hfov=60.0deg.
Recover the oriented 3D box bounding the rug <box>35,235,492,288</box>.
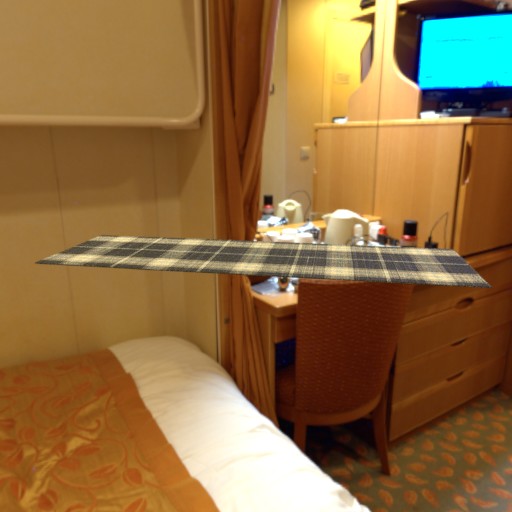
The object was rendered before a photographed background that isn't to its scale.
[{"bbox_3d":[0.000,0.000,2.677,2.434,0.012,0.760,3,15,10],"label":"rug"}]
